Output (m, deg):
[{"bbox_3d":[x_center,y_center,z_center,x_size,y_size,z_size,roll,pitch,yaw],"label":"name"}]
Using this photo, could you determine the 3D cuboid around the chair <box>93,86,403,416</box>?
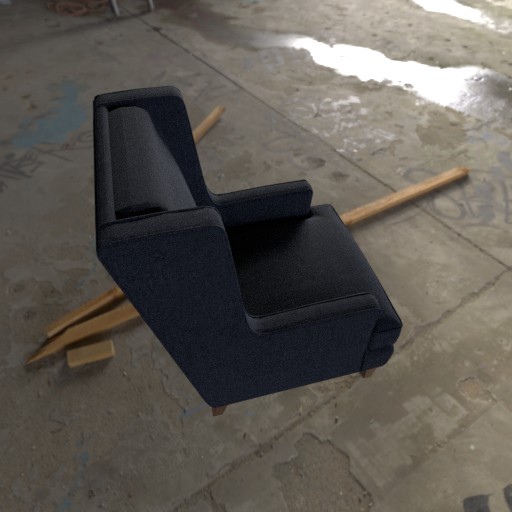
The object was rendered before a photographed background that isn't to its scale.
[{"bbox_3d":[0.000,0.000,1.702,0.947,1.072,0.764,-11,47,-10],"label":"chair"}]
